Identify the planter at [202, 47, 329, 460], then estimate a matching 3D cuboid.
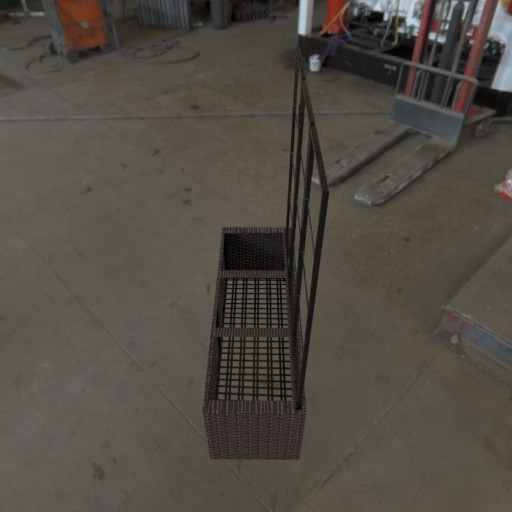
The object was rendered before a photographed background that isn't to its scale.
[{"bbox_3d":[0.000,0.000,1.167,0.244,0.841,0.699,0,42,0],"label":"planter"}]
